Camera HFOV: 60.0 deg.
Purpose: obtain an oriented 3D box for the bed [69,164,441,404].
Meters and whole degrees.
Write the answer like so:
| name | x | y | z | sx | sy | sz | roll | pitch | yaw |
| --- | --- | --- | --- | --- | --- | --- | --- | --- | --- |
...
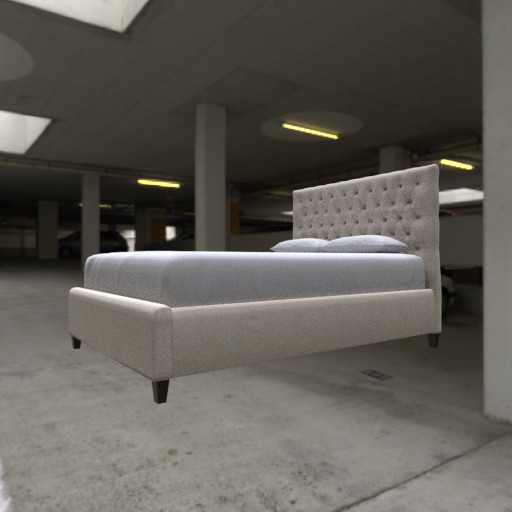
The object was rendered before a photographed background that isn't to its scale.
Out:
| name | x | y | z | sx | sy | sz | roll | pitch | yaw |
| --- | --- | --- | --- | --- | --- | --- | --- | --- | --- |
| bed | 0.000 | 0.000 | 3.452 | 2.387 | 1.427 | 1.698 | 0 | 0 | -36 |
